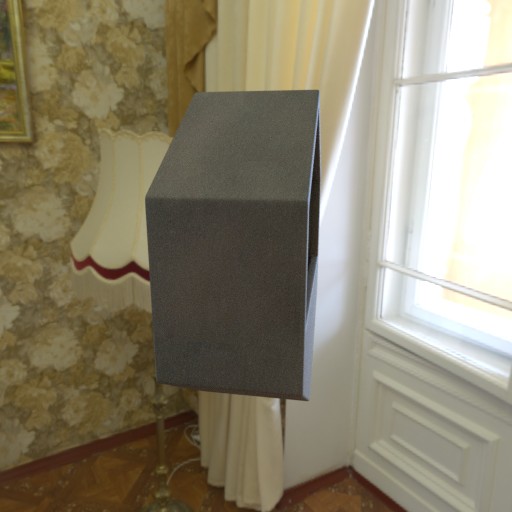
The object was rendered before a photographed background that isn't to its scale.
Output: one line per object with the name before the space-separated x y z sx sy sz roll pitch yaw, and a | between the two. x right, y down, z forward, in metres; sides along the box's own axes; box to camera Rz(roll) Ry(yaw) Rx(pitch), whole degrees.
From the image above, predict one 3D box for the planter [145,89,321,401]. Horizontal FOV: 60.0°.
planter | 0.000 0.000 0.294 0.077 0.206 0.169 2 14 10
